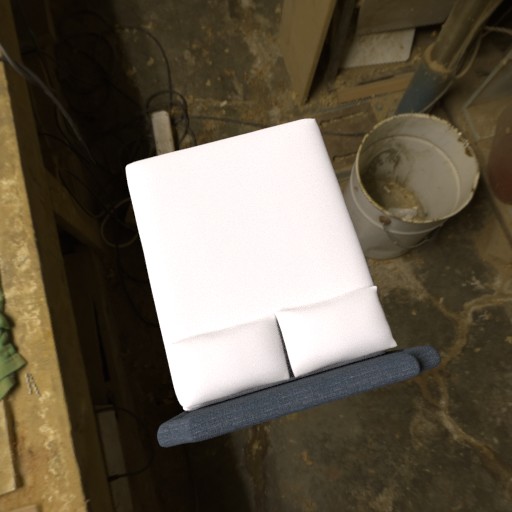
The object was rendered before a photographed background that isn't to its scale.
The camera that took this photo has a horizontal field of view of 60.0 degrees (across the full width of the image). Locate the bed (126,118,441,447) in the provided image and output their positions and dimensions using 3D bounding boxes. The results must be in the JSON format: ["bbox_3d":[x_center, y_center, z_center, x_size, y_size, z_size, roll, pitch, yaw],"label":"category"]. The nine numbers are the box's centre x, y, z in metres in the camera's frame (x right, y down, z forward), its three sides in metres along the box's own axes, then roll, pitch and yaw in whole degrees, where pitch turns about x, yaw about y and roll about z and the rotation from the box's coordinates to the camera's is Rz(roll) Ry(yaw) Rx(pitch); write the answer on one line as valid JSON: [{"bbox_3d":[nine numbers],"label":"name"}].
[{"bbox_3d":[0.000,0.000,3.389,1.828,1.297,2.208,-15,76,-4],"label":"bed"}]
